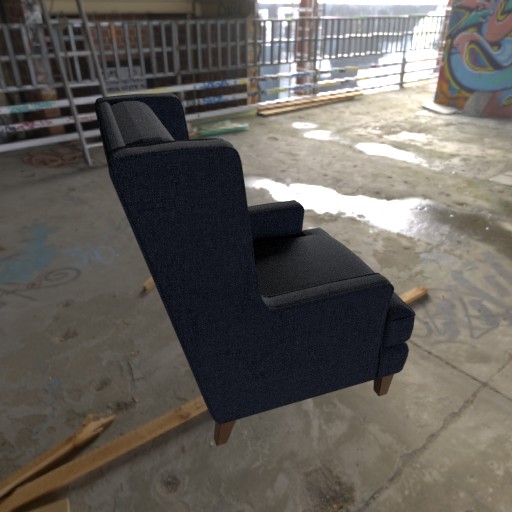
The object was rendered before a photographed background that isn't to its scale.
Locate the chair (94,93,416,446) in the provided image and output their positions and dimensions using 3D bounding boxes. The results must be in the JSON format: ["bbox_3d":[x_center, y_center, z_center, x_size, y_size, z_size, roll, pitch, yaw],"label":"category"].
[{"bbox_3d":[0.000,0.000,1.649,0.947,1.072,0.764,-10,31,-17],"label":"chair"}]
